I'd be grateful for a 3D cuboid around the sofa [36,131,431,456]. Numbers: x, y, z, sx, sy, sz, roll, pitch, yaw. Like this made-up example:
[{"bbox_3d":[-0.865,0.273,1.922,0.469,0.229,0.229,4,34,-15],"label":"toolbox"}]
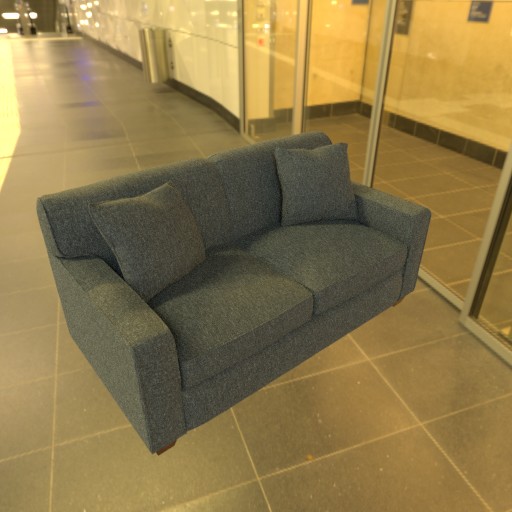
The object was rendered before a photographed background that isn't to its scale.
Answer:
[{"bbox_3d":[0.000,0.000,2.399,1.846,0.958,0.998,-23,37,-33],"label":"sofa"}]
